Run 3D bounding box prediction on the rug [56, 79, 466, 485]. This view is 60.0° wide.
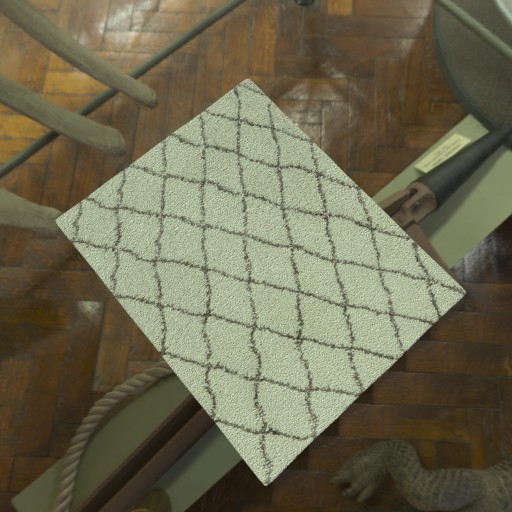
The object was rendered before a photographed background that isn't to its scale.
[{"bbox_3d":[0.000,0.000,4.125,2.438,0.029,3.047,-40,78,-10],"label":"rug"}]
